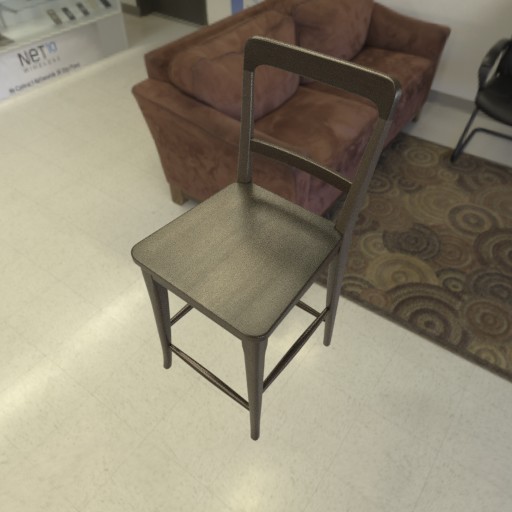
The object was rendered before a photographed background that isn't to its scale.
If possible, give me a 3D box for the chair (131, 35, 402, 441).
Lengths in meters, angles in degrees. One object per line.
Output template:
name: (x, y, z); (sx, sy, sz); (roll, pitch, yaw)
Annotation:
chair: (0.000, 0.000, 1.281); (0.450, 0.991, 0.546); (30, 54, 25)
